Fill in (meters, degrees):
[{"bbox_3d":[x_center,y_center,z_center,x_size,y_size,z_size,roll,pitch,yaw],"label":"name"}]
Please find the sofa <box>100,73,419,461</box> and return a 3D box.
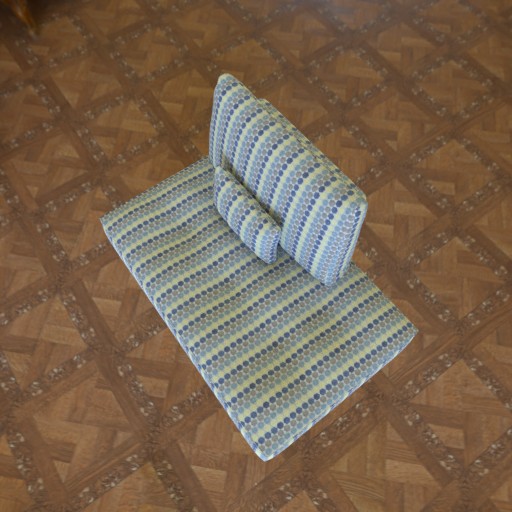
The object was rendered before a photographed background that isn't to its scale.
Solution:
[{"bbox_3d":[0.000,0.000,2.071,1.000,0.820,1.450,-34,68,-16],"label":"sofa"}]
